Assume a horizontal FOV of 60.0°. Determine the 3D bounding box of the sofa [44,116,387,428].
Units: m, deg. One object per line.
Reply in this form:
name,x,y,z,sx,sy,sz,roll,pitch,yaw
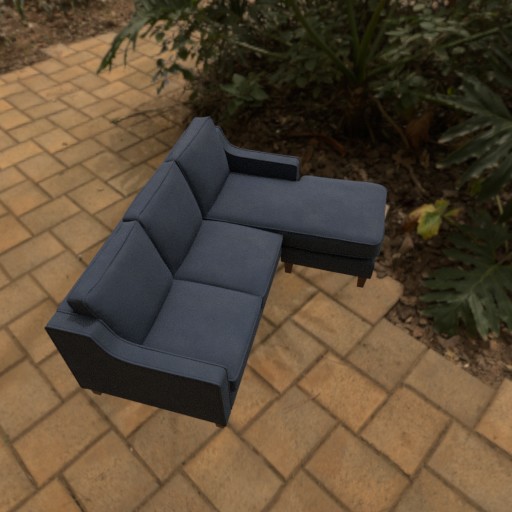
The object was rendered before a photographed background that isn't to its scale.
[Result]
sofa,0.000,0.000,3.338,1.858,1.066,2.317,11,47,10
